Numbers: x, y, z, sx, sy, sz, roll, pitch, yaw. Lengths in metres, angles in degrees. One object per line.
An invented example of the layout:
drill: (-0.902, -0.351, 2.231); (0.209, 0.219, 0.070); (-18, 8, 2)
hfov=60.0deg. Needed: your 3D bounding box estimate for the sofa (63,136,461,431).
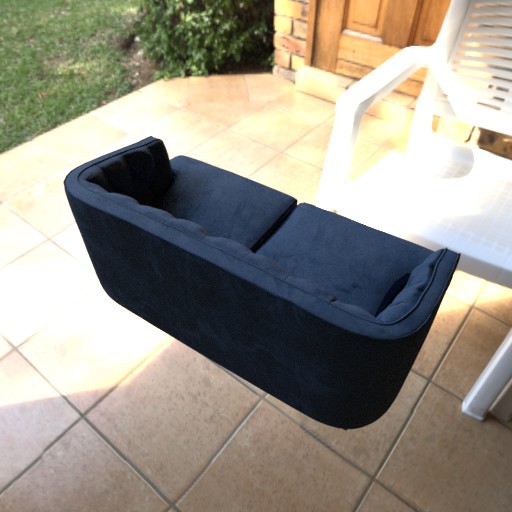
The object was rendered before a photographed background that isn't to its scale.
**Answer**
sofa: (0.000, 0.000, 2.204); (1.733, 0.854, 0.941); (25, 51, 22)
